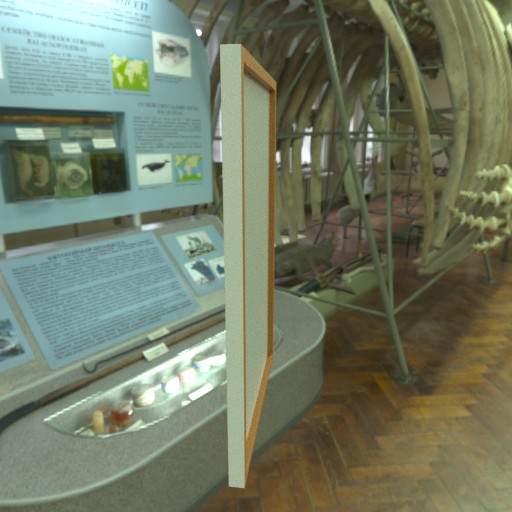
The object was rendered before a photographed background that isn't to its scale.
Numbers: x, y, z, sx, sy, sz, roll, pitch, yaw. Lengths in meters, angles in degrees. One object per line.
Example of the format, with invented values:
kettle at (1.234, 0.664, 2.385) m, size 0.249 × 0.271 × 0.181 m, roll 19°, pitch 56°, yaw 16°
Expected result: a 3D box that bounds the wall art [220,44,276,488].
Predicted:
wall art at (0.000, 0.000, 0.774) m, size 0.025 × 0.608 × 0.405 m, roll 2°, pitch 16°, yaw 8°
